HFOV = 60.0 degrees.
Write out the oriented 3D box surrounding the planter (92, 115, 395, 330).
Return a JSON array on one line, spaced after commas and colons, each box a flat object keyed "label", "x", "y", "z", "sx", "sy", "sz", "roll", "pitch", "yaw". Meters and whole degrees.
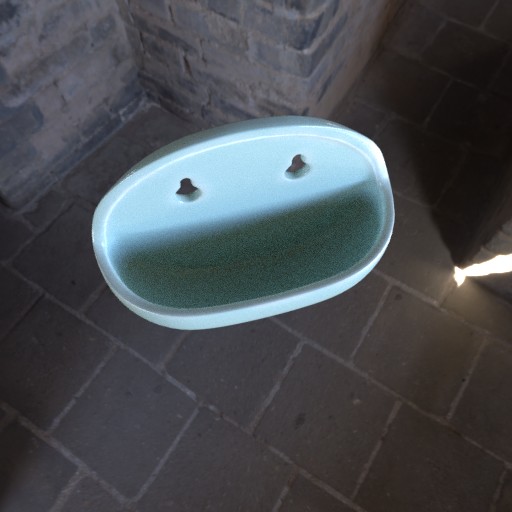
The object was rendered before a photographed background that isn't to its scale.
[{"label": "planter", "x": 0.000, "y": 0.000, "z": 0.275, "sx": 0.189, "sy": 0.164, "sz": 0.073, "roll": -13, "pitch": 66, "yaw": -6}]
